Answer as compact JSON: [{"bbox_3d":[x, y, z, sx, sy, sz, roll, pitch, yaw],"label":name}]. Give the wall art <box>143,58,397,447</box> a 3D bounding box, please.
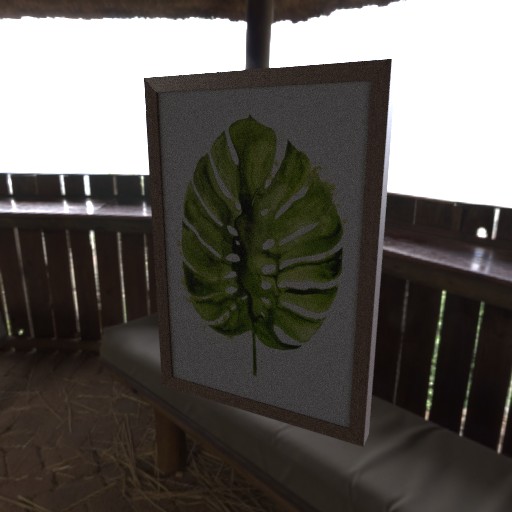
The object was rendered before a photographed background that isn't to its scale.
[{"bbox_3d":[0.000,0.000,0.654,0.358,0.510,0.032,7,17,26],"label":"wall art"}]
